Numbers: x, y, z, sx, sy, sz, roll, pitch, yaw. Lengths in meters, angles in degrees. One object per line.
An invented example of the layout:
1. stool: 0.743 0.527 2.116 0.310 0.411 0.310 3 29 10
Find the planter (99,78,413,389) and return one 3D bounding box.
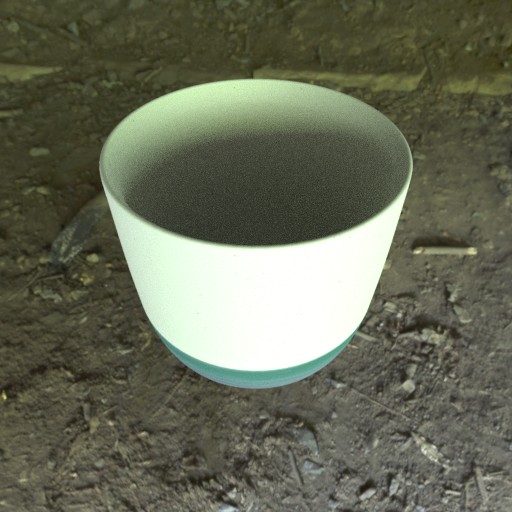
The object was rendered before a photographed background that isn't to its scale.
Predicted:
1. planter: 0.000 0.000 0.372 0.204 0.214 0.204 0 45 0
